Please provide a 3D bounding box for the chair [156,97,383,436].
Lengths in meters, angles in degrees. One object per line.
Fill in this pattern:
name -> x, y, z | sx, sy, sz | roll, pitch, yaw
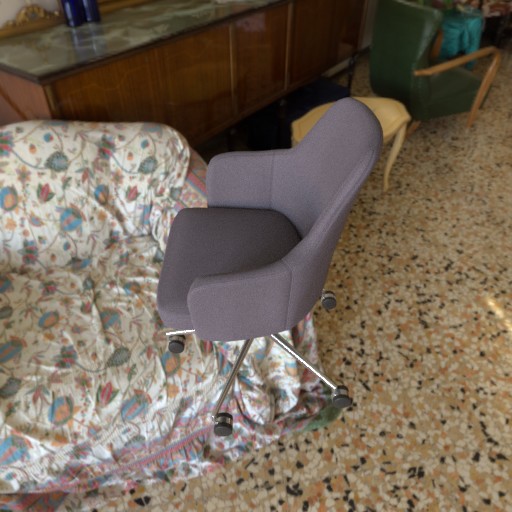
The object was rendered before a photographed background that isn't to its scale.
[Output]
chair -> 0.000, 0.000, 1.264 | 0.600, 0.820, 0.655 | 0, 41, 0
